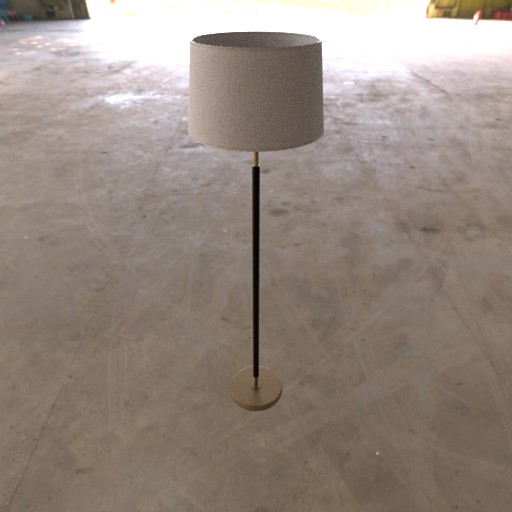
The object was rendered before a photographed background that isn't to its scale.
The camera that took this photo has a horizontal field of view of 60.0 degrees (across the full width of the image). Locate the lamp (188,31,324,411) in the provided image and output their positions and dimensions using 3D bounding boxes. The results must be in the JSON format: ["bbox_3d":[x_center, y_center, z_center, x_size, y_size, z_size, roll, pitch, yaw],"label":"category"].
[{"bbox_3d":[0.000,0.000,1.632,0.420,1.447,0.420,0,33,0],"label":"lamp"}]
